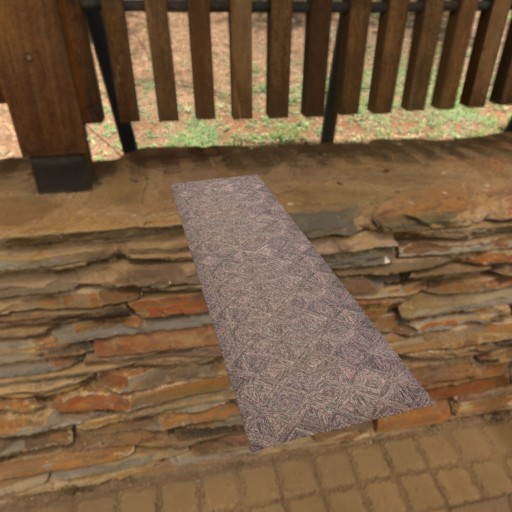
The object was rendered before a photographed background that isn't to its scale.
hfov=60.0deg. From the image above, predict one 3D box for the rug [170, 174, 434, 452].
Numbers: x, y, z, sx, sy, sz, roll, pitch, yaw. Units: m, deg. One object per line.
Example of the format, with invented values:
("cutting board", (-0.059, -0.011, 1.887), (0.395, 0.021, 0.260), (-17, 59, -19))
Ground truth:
("rug", (0.000, 0.000, 2.450), (0.691, 0.011, 2.296), (-9, 33, -13))
